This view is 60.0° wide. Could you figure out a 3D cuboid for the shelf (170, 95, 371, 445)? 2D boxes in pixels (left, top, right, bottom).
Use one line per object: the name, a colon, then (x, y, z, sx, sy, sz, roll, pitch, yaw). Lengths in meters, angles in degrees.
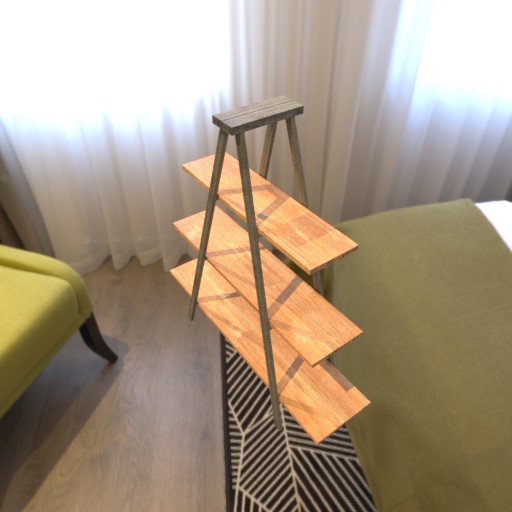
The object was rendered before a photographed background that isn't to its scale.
shelf: (0.000, 0.000, 2.658, 0.508, 1.808, 1.746, -25, 47, -26)
